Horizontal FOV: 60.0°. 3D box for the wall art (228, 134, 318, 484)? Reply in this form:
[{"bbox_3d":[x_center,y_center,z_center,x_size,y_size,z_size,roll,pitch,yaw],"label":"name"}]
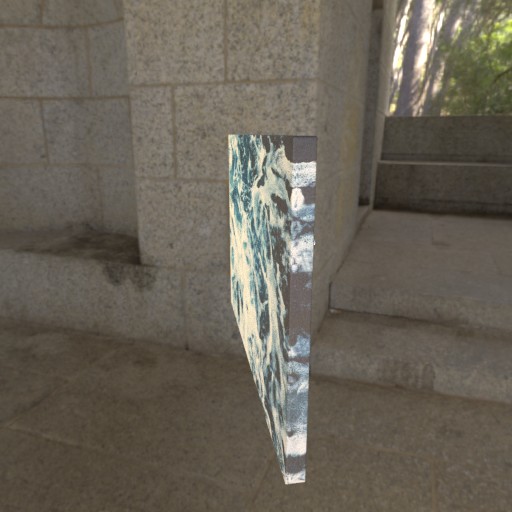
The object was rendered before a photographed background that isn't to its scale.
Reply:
[{"bbox_3d":[0.000,0.000,1.158,0.042,0.610,0.915,-2,16,-9],"label":"wall art"}]
